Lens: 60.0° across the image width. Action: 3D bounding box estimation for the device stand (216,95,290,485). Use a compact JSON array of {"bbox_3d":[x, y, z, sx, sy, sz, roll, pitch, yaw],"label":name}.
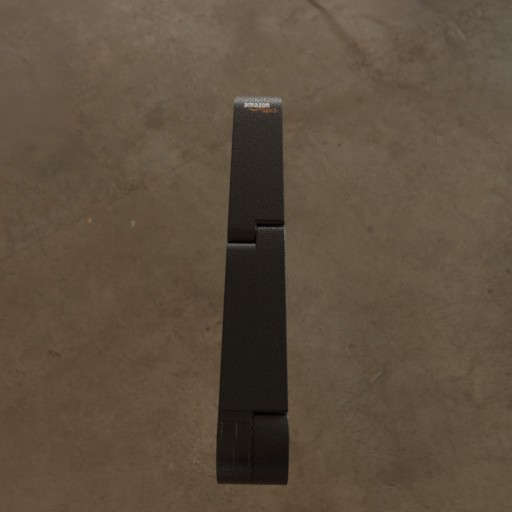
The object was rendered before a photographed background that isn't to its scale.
[{"bbox_3d":[0.000,0.000,0.195,0.026,0.030,0.179,1,62,0],"label":"device stand"}]
